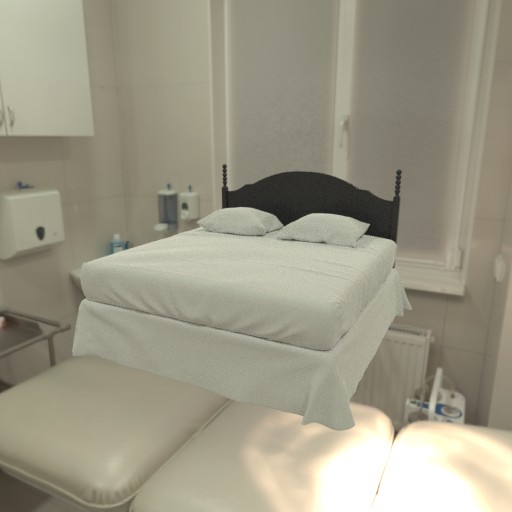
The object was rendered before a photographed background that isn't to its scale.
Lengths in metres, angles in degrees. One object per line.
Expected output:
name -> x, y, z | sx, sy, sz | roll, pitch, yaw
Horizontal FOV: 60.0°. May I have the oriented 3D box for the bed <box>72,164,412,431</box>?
bed -> 0.000, 0.000, 3.716 | 2.322, 1.355, 2.219 | 7, 17, 26
